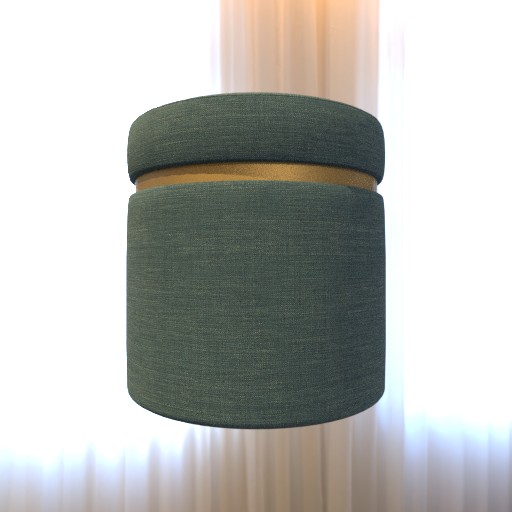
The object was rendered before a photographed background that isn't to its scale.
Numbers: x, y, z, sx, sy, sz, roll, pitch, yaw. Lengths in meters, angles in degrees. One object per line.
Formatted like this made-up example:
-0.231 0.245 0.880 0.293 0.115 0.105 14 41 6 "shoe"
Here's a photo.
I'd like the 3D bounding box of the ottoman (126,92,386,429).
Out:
0.000 0.000 0.706 0.398 0.406 0.398 0 0 0 "ottoman"
